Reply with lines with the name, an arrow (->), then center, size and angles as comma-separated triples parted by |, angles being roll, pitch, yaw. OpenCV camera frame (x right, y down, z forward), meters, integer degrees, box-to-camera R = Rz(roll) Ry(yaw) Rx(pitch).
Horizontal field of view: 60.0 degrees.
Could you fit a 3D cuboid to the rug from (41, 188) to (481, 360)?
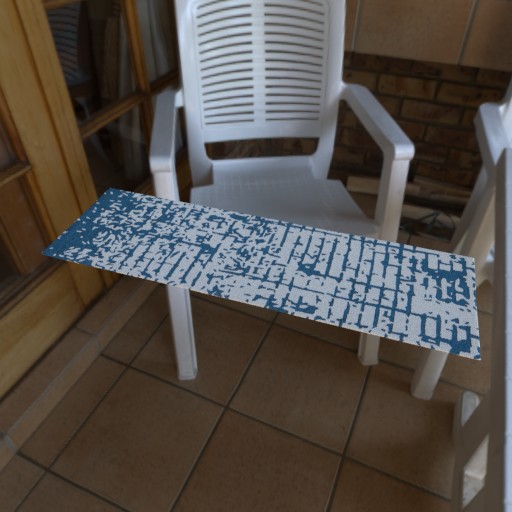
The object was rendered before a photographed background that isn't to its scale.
rug -> 0.000, 0.000, 2.605 | 2.435, 0.011, 0.750 | 12, 43, 13
